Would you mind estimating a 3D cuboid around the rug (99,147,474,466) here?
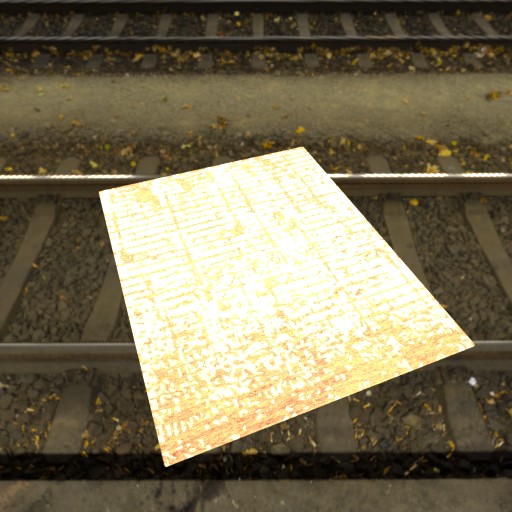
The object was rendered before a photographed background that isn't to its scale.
[{"bbox_3d":[0.000,0.000,4.107,2.441,0.011,3.050,-16,48,-15],"label":"rug"}]
